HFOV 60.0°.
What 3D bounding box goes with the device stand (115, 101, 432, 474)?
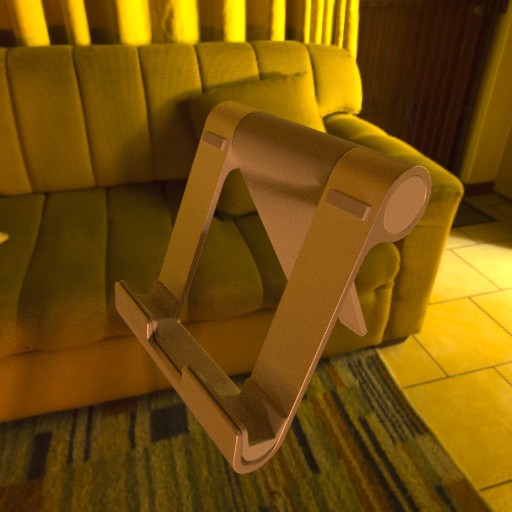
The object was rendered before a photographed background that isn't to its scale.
[{"bbox_3d":[0.000,0.000,0.154,0.079,0.084,0.086,-21,38,-30],"label":"device stand"}]
